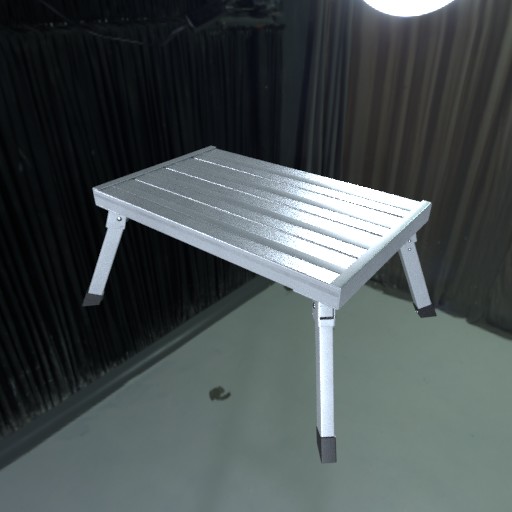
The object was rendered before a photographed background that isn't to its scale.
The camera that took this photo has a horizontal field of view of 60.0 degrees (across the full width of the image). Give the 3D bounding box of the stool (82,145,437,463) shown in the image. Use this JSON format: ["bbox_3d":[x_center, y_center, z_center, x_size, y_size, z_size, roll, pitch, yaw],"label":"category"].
[{"bbox_3d":[0.000,0.000,0.751,0.535,0.225,0.385,22,38,32],"label":"stool"}]
